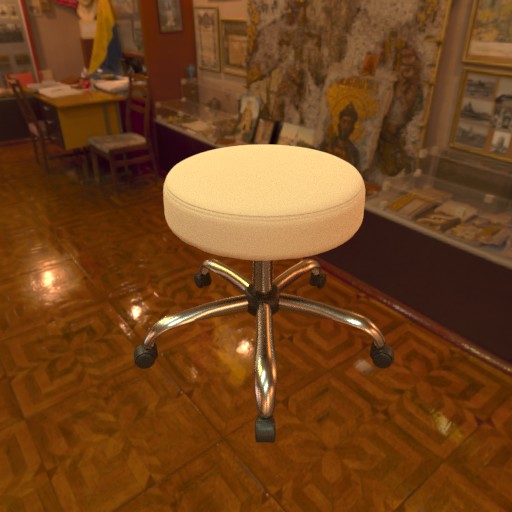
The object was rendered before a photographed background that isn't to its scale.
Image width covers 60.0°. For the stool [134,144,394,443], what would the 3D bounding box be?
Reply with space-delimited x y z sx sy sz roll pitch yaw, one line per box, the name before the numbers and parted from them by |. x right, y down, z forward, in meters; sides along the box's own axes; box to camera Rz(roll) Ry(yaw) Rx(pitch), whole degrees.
stool | 0.000 0.000 1.073 0.634 0.482 0.614 -20 36 -31
